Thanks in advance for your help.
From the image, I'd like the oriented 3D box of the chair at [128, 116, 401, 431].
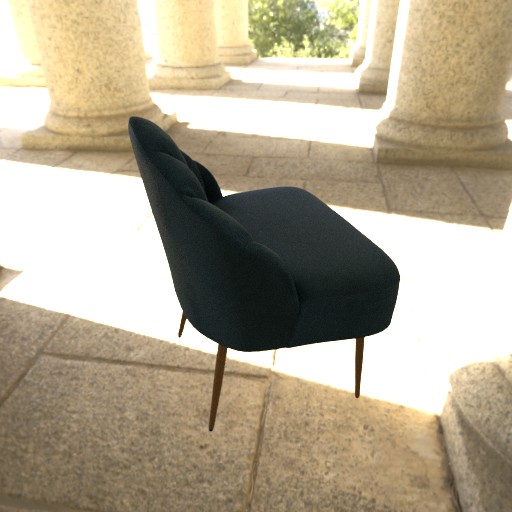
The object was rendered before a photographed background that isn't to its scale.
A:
[{"bbox_3d":[0.000,0.000,1.270,0.599,0.819,0.657,-11,32,-17],"label":"chair"}]
